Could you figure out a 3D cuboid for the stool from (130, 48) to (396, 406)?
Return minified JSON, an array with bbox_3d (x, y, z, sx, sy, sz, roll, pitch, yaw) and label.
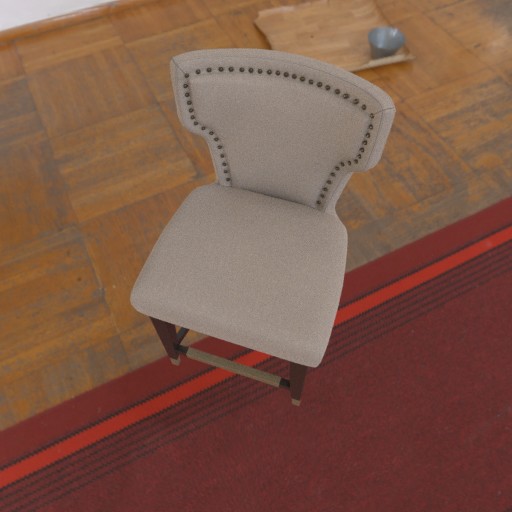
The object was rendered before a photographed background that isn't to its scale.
[{"bbox_3d":[0.000,0.000,1.307,0.527,0.982,0.563,16,59,10],"label":"stool"}]
